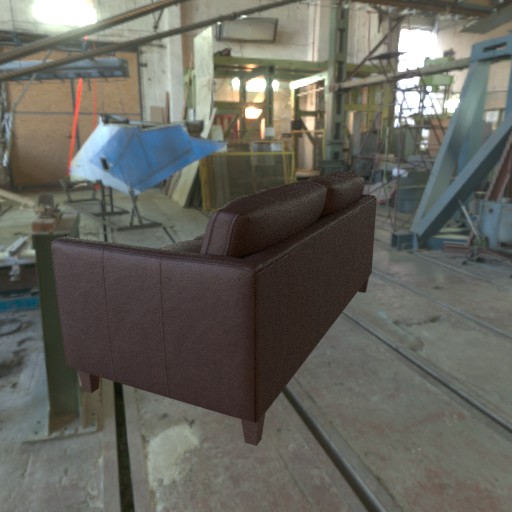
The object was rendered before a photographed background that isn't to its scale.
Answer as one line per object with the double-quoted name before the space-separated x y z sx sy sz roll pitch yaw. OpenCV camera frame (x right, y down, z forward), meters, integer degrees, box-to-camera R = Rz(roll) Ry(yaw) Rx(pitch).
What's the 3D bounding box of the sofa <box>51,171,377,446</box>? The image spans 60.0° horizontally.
"sofa" 0.000 0.000 2.446 0.923 0.863 1.971 7 16 25
